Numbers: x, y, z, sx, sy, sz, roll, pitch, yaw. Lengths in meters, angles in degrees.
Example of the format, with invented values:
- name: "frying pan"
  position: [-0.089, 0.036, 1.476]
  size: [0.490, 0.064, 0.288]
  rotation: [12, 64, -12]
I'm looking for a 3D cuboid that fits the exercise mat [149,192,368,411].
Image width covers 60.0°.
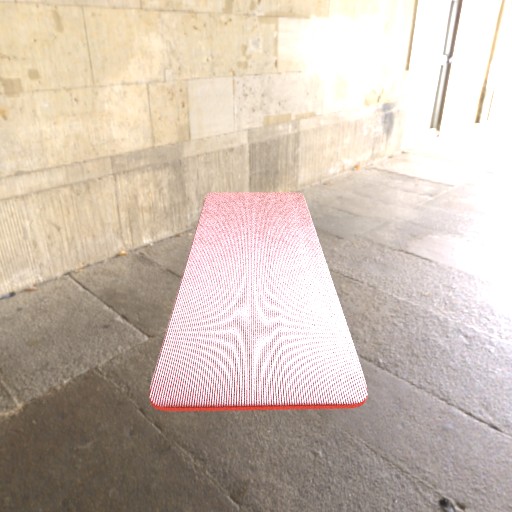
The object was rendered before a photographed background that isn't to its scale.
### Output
- name: "exercise mat"
  position: [0.000, 0.000, 2.035]
  size: [0.616, 0.021, 1.869]
  rotation: [0, 26, 0]
